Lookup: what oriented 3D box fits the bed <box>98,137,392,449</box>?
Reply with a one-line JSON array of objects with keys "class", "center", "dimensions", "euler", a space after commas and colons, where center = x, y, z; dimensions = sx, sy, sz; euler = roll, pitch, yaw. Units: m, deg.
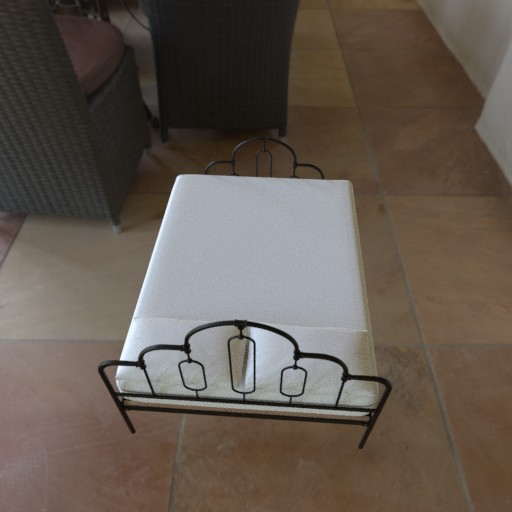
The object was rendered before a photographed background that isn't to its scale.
[{"class": "bed", "center": [0.000, 0.000, 3.279], "dimensions": [1.626, 1.444, 2.181], "euler": [3, 47, 3]}]
